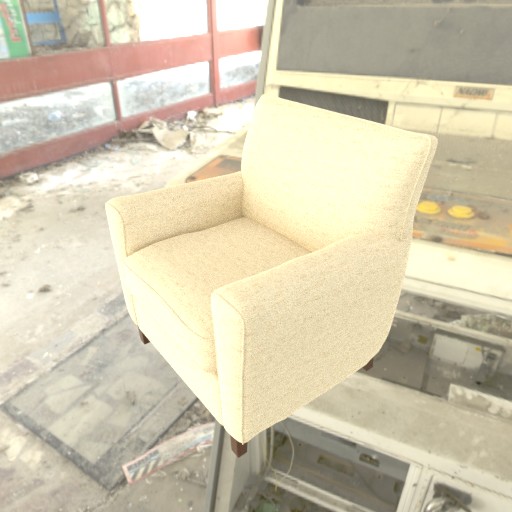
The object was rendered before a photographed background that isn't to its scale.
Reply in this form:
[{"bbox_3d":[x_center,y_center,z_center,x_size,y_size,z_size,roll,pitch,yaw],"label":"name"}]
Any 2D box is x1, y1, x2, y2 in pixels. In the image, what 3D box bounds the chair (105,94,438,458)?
[{"bbox_3d":[0.000,0.000,1.639,0.823,0.943,0.870,-22,37,-32],"label":"chair"}]
